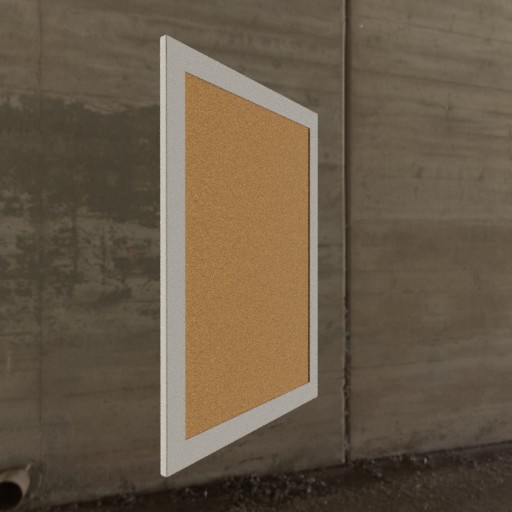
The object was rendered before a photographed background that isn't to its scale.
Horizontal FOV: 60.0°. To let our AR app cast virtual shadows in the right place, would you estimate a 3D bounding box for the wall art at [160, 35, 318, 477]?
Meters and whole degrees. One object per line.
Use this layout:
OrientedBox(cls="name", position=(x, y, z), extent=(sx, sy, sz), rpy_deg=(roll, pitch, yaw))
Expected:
OrientedBox(cls="wall art", position=(0.000, 0.000, 0.682), extent=(0.012, 0.529, 0.374), rpy_deg=(0, 0, 36))
